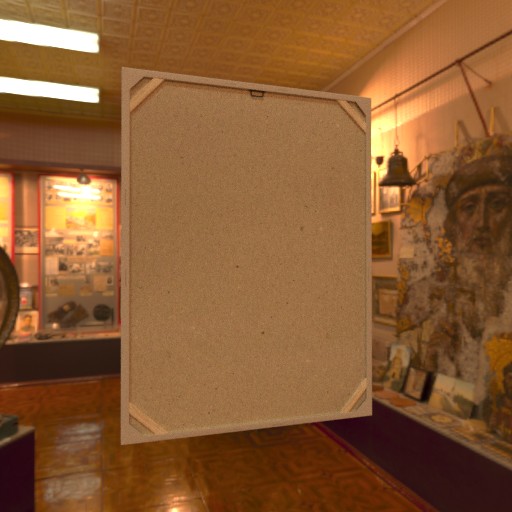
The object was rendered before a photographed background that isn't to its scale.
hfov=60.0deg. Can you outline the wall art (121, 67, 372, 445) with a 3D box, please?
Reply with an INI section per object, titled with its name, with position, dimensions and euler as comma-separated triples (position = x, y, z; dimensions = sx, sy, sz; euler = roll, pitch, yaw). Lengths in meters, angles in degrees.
[wall art]
position = 0.000, 0.000, 1.573
dimensions = 0.914, 1.212, 0.038
euler = 0, 0, -17
